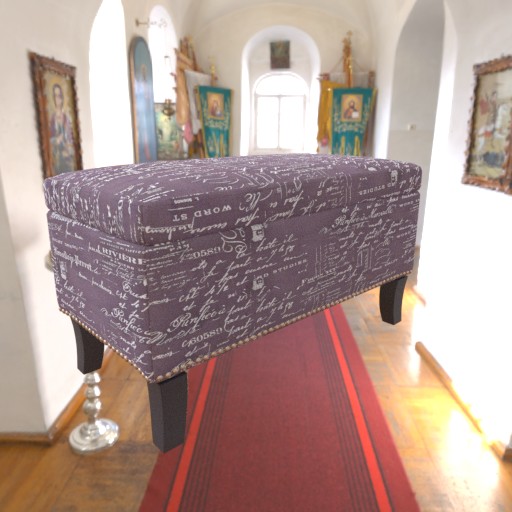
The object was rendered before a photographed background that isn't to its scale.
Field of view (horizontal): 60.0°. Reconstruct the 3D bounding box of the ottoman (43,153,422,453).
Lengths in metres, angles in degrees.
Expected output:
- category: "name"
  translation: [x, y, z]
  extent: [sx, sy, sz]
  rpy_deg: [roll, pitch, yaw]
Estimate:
- category: "ottoman"
  translation: [0.000, 0.000, 1.056]
  extent: [0.813, 0.457, 0.406]
  rpy_deg: [-15, 22, -41]
